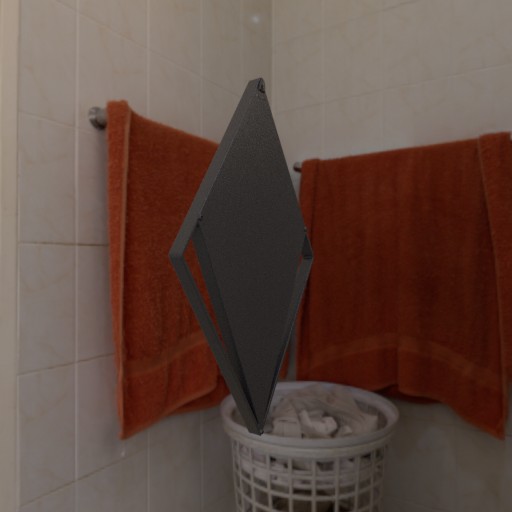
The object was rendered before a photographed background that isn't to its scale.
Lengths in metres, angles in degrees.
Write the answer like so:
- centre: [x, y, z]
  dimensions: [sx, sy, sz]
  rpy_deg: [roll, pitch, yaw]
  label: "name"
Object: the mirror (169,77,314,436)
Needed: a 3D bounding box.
- centre: [0.000, 0.000, 0.846]
  dimensions: [0.032, 0.679, 0.419]
  rpy_deg: [0, -1, 36]
  label: "mirror"
